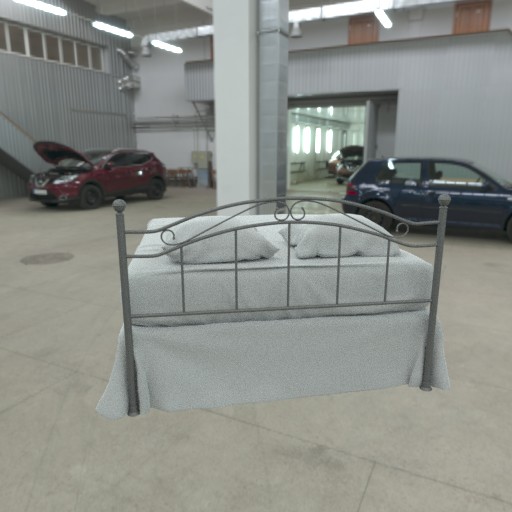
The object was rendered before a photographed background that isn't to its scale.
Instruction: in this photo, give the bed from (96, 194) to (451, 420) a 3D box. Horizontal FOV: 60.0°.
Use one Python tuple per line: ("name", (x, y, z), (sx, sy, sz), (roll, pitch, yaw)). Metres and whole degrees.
("bed", (0.000, 0.000, 3.242), (1.936, 1.080, 2.215), (-2, 14, -8))
